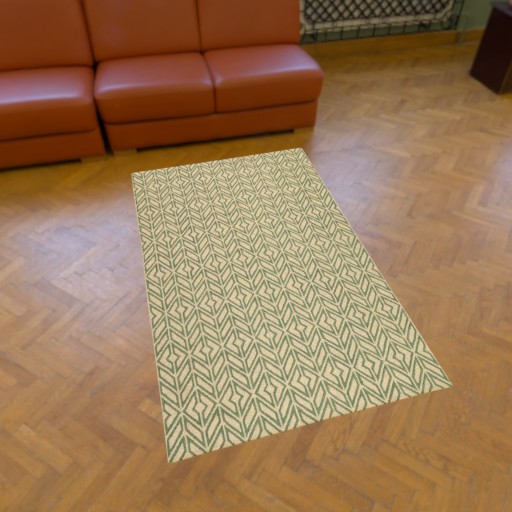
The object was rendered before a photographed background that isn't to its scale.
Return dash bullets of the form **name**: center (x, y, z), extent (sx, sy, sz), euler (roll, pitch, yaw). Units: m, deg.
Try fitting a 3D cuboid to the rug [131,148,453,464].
- **rug**: center (0.000, 0.000, 3.047), extent (1.517, 0.011, 2.435), euler (-11, 46, -11)
